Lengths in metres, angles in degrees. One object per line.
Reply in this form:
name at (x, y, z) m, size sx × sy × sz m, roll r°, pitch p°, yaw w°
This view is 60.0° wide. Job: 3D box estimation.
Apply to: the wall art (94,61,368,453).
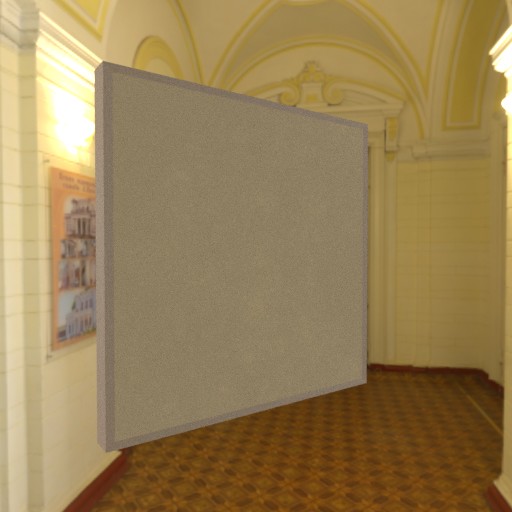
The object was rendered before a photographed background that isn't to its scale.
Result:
wall art at (0.000, 0.000, 0.735) m, size 0.508 × 0.506 × 0.038 m, roll -1°, pitch 2°, yaw -36°
